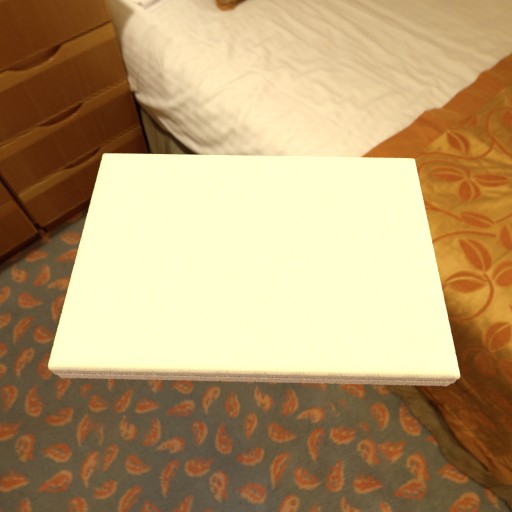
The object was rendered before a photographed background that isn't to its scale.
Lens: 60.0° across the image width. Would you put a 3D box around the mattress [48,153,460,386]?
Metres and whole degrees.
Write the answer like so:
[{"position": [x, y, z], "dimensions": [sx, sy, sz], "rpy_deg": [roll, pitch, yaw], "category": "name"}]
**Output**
[{"position": [0.000, 0.000, 2.544], "dimensions": [2.000, 0.200, 1.400], "rpy_deg": [1, 60, 1], "category": "mattress"}]
